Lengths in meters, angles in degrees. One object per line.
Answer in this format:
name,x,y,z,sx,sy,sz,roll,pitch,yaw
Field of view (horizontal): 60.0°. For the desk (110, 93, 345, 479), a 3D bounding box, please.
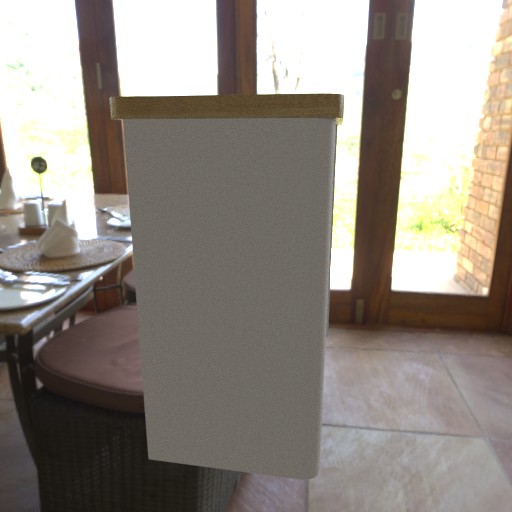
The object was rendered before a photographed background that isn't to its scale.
desk,0.000,0.000,1.240,0.440,0.790,0.760,3,16,10
